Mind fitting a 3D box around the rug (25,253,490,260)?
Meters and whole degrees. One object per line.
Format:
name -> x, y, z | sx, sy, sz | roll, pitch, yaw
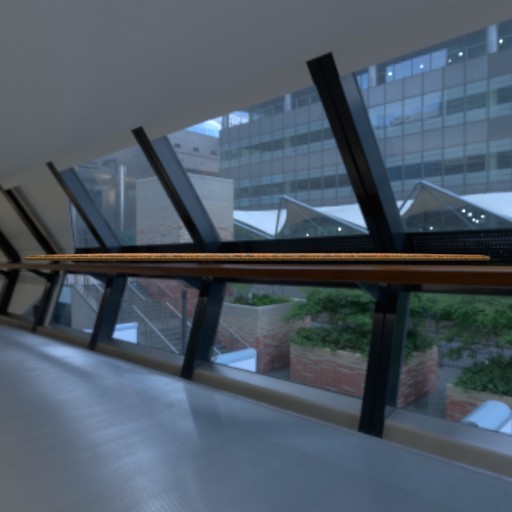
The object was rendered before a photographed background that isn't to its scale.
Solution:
rug -> 0.000, 0.000, 2.883 | 2.204, 0.024, 1.588 | 0, 1, -2
